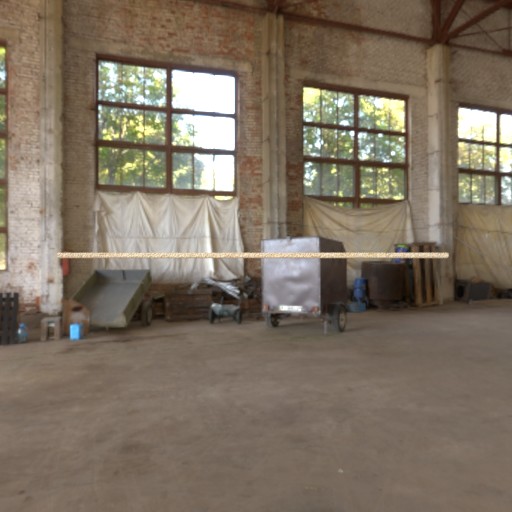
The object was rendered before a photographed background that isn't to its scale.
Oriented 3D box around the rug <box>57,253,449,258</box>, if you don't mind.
[{"bbox_3d":[0.000,0.000,3.384,1.800,0.025,2.699,0,0,1],"label":"rug"}]
